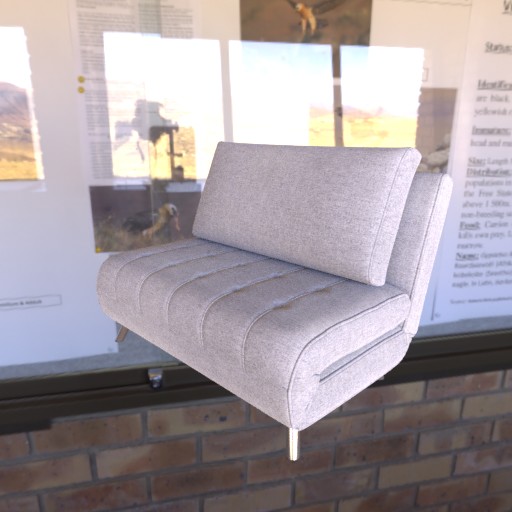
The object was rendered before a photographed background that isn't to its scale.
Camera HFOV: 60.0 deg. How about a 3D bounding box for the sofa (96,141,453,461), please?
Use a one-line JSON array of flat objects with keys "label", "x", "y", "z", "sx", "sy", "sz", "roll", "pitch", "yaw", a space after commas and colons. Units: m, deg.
[{"label": "sofa", "x": 0.000, "y": 0.000, "z": 1.869, "sx": 0.910, "sy": 0.910, "sz": 1.220, "roll": -15, "pitch": 22, "yaw": -42}]
